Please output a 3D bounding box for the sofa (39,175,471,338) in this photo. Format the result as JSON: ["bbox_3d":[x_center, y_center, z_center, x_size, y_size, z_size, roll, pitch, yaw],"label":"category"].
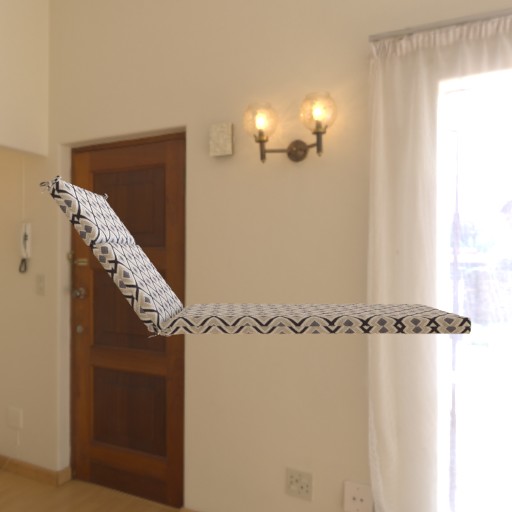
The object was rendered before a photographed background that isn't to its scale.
[{"bbox_3d":[0.000,0.000,1.951,1.663,0.622,0.582,0,0,0],"label":"sofa"}]
